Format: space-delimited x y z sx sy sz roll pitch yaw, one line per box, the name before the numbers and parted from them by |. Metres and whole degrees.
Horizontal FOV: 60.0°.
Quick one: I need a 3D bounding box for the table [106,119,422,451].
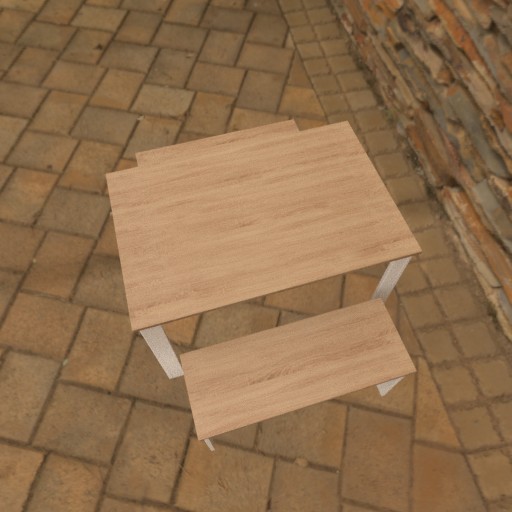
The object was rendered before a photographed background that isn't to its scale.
table | 0.000 0.000 2.069 1.100 0.700 1.443 -15 61 -8
